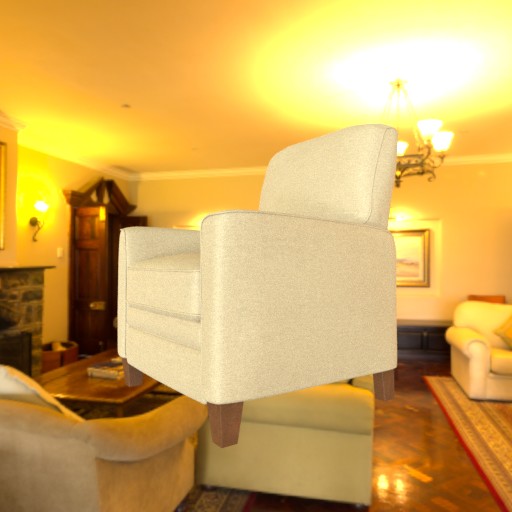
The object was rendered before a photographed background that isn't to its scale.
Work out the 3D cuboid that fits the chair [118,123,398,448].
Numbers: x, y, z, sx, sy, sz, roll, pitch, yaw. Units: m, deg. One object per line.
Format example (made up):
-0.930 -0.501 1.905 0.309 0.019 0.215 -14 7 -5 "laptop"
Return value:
0.000 0.000 1.693 0.858 1.023 0.841 1 -1 -36 "chair"
